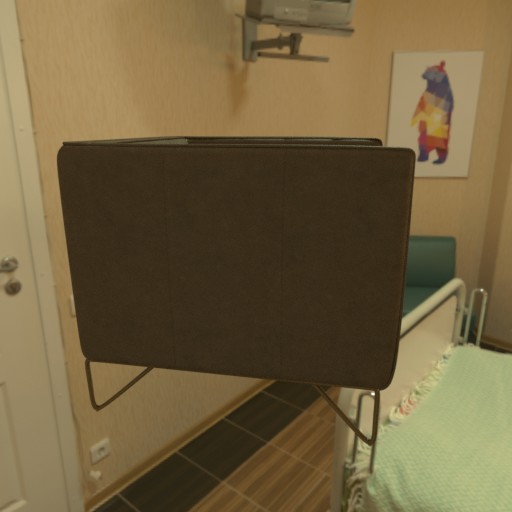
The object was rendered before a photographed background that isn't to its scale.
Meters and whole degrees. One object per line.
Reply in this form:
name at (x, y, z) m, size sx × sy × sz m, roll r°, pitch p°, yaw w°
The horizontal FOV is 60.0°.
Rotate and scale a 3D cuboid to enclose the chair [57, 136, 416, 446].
chair at (0.000, 0.000, 1.539) m, size 0.894 × 0.790 × 0.880 m, roll 3°, pitch 17°, yaw 10°
